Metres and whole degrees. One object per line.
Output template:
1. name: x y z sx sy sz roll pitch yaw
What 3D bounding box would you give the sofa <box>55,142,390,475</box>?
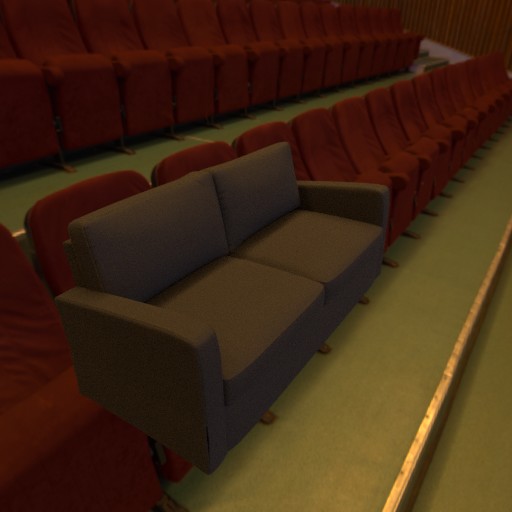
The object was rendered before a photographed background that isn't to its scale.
1. sofa: 0.000 0.000 2.355 0.898 0.839 1.852 17 32 29
